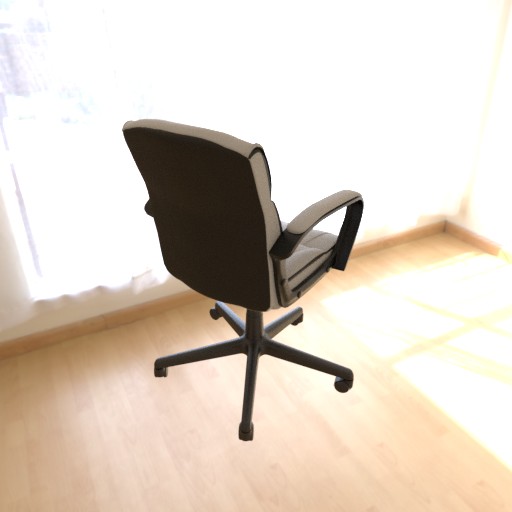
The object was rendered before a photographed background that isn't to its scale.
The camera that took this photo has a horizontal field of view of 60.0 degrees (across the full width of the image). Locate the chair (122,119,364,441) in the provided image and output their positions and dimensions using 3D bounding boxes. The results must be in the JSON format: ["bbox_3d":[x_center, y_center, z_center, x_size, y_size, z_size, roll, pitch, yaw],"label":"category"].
[{"bbox_3d":[0.000,0.000,1.533,0.739,1.004,0.717,19,34,32],"label":"chair"}]
